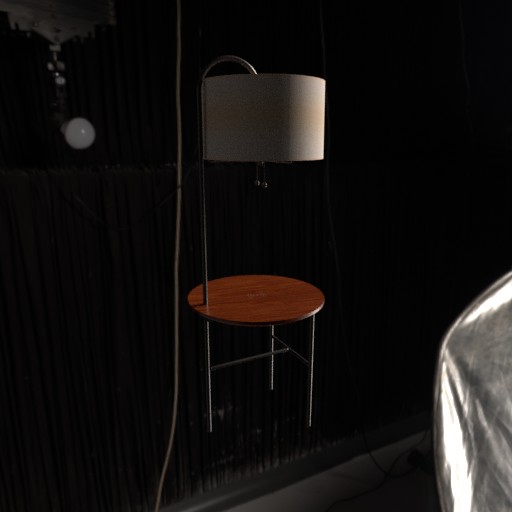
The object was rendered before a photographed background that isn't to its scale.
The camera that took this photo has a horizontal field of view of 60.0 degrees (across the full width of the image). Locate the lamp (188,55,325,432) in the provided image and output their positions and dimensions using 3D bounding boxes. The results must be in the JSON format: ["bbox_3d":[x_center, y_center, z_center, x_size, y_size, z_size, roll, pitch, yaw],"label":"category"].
[{"bbox_3d":[0.000,0.000,1.835,0.573,1.517,0.573,0,15,0],"label":"lamp"}]
